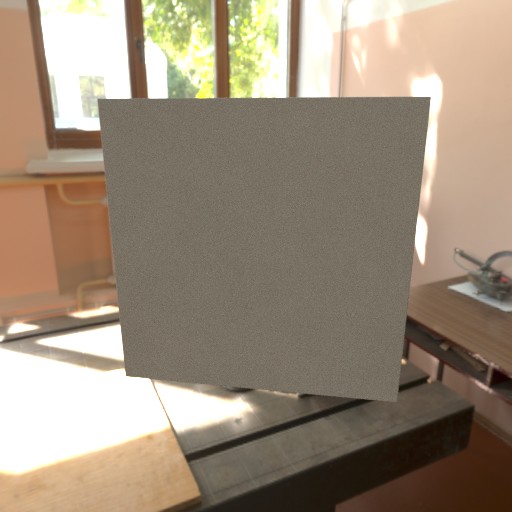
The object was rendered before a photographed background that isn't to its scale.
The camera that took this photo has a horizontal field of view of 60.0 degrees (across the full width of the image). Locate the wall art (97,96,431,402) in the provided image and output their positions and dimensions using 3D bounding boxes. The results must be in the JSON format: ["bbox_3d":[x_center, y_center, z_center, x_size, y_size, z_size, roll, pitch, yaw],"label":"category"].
[{"bbox_3d":[0.000,0.000,1.133,0.762,0.762,0.040,3,18,9],"label":"wall art"}]
